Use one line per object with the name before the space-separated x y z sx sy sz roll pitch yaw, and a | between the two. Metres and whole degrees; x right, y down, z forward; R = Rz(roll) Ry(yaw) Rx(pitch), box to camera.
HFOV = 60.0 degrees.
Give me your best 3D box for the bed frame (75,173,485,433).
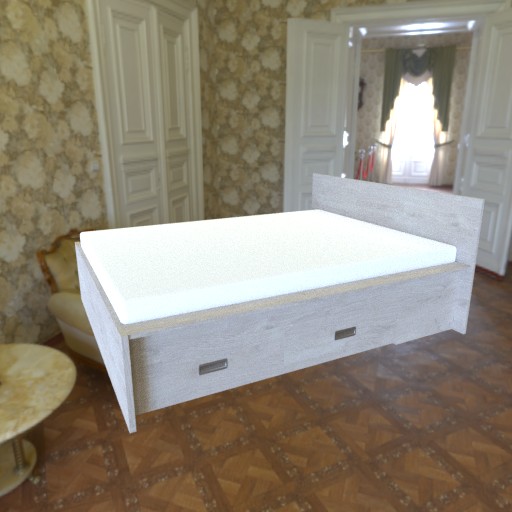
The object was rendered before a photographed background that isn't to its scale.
bed frame | 0.000 0.000 2.780 1.960 0.800 1.622 -8 18 -26
